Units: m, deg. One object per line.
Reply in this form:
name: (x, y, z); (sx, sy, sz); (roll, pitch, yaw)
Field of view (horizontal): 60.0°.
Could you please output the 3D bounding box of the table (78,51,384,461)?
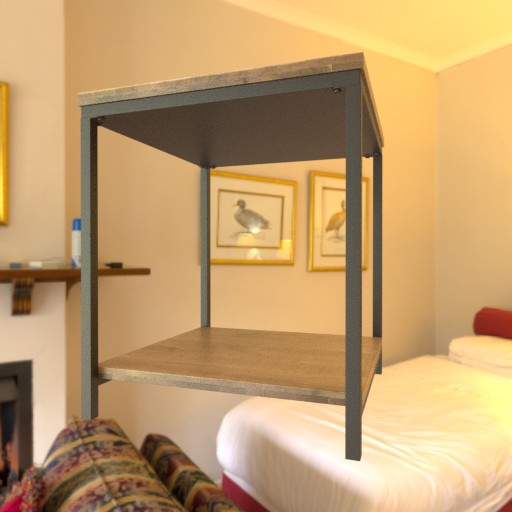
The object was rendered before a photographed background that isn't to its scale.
table: (0.000, 0.000, 0.957); (0.503, 0.589, 0.507); (0, 0, 19)
